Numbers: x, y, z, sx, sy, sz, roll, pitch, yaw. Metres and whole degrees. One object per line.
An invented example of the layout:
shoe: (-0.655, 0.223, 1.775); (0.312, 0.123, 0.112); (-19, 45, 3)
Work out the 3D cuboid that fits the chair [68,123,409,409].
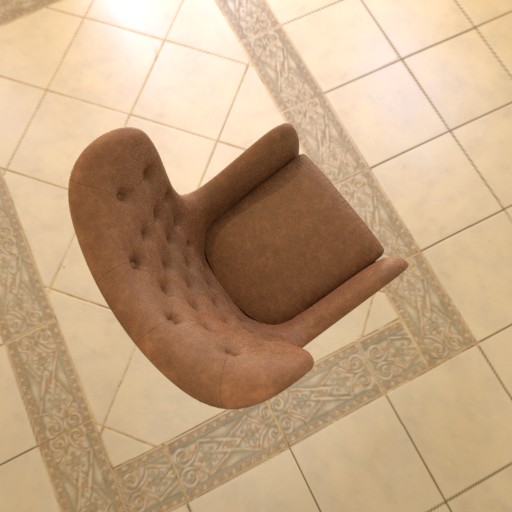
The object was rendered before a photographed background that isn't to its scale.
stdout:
chair: (0.000, 0.000, 1.659); (0.930, 1.079, 0.831); (-35, 78, -8)
